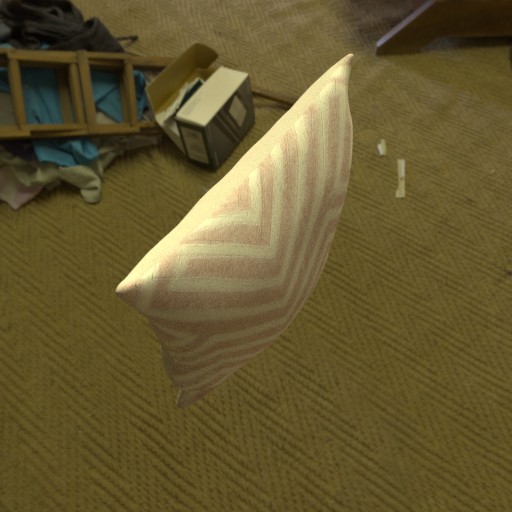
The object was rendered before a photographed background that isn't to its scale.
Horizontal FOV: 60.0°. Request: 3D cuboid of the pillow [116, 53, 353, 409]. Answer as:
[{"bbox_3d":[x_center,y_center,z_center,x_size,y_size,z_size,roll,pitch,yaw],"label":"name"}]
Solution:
[{"bbox_3d":[0.000,0.000,0.664,0.182,0.441,0.440,31,64,17],"label":"pillow"}]
